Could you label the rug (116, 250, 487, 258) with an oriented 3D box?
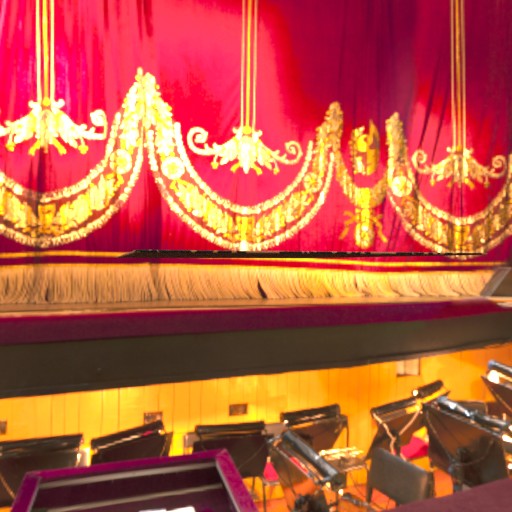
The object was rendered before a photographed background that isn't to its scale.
[{"bbox_3d":[0.000,0.000,4.159,2.416,0.014,3.017,0,-1,-19],"label":"rug"}]
